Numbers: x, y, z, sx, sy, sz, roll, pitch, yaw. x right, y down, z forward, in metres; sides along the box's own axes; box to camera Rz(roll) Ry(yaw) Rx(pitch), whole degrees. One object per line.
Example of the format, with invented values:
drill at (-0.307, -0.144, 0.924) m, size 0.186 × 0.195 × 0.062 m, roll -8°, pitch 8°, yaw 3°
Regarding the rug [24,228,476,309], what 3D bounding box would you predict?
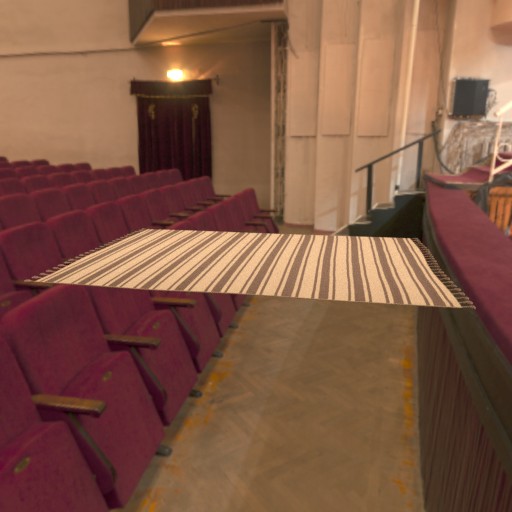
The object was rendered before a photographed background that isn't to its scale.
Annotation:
rug at (0.000, 0.000, 3.844) m, size 3.040 × 0.017 × 2.030 m, roll 3°, pitch 14°, yaw 10°
